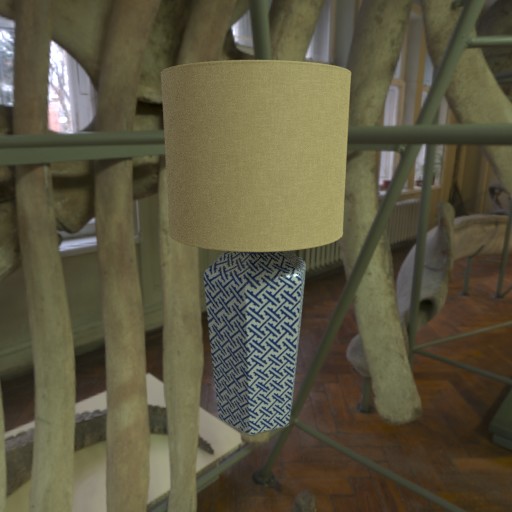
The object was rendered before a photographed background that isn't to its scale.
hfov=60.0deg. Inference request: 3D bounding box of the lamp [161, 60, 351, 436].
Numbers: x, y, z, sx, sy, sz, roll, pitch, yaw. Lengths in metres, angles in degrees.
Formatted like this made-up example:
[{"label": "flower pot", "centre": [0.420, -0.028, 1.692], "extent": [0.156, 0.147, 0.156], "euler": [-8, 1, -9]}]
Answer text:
[{"label": "lamp", "centre": [0.000, 0.000, 0.843], "extent": [0.320, 0.682, 0.320], "euler": [14, 21, 42]}]
